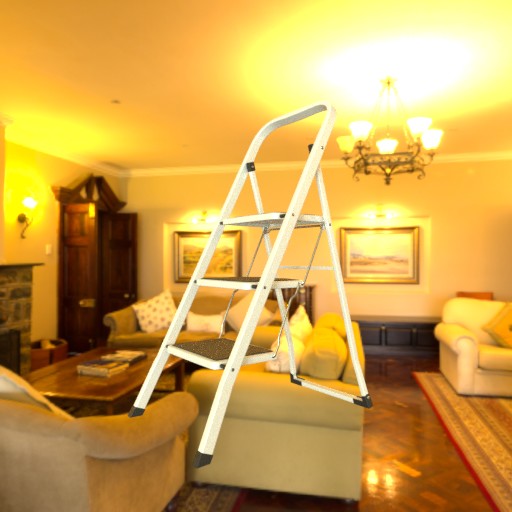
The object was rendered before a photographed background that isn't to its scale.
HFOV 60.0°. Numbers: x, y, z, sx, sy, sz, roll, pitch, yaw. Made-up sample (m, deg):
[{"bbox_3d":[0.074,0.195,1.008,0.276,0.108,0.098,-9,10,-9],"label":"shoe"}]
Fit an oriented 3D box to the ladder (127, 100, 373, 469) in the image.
[{"bbox_3d":[0.000,0.000,1.487,0.711,1.050,0.460,0,0,-37],"label":"ladder"}]
